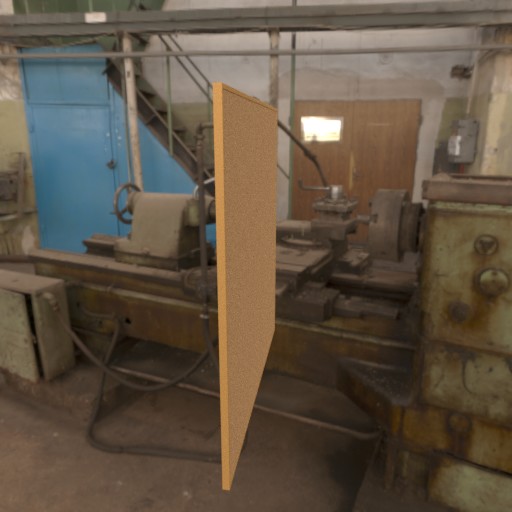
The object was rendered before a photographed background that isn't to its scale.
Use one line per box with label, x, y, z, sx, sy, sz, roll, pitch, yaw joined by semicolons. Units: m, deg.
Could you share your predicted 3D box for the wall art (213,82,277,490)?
wall art;0.000;0.000;0.987;0.014;0.655;0.657;2;16;9
